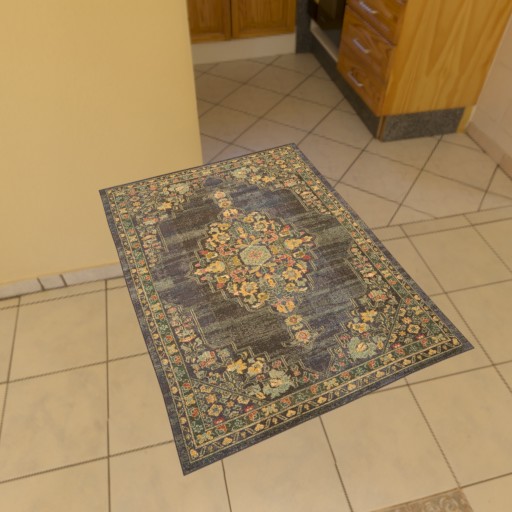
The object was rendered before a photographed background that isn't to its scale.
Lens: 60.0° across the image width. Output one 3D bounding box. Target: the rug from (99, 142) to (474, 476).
[{"bbox_3d":[0.000,0.000,4.730,2.716,0.035,3.612,-17,49,-16],"label":"rug"}]
